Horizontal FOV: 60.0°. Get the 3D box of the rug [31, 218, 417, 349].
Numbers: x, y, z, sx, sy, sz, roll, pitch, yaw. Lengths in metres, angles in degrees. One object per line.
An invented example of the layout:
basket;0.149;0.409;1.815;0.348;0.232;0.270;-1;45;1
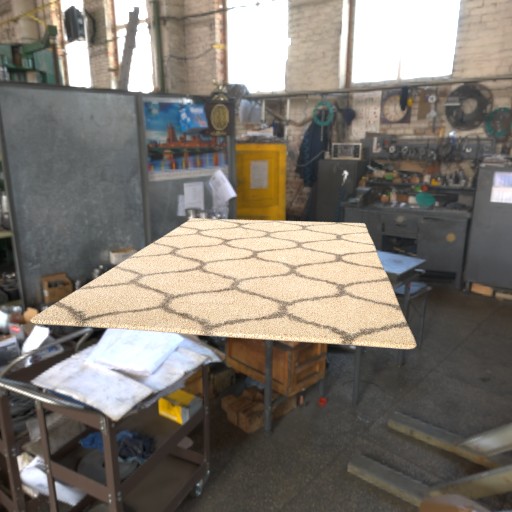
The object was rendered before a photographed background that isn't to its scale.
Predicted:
rug;0.000;0.000;3.288;1.801;0.026;2.701;2;16;8
